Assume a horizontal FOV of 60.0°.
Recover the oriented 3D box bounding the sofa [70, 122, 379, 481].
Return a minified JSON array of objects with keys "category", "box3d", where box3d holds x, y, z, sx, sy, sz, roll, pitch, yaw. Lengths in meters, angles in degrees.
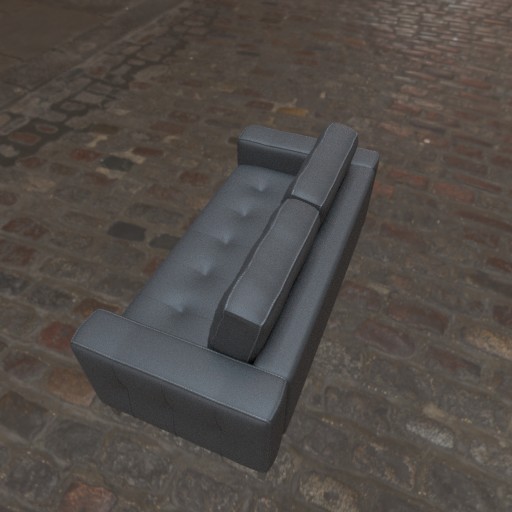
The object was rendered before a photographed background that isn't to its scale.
[{"category":"sofa","box3d":[0.000,0.000,2.199,0.833,0.893,1.726,17,49,16]}]
